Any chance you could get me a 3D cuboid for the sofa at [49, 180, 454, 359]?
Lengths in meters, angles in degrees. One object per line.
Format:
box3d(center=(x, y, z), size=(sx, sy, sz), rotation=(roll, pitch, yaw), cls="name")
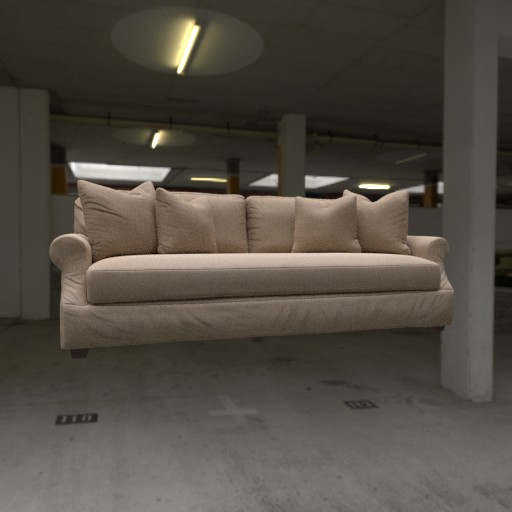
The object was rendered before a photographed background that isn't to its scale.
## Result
box3d(center=(0.000, 0.000, 2.779), size=(2.285, 0.904, 1.067), rotation=(-1, 2, -18), cls="sofa")
